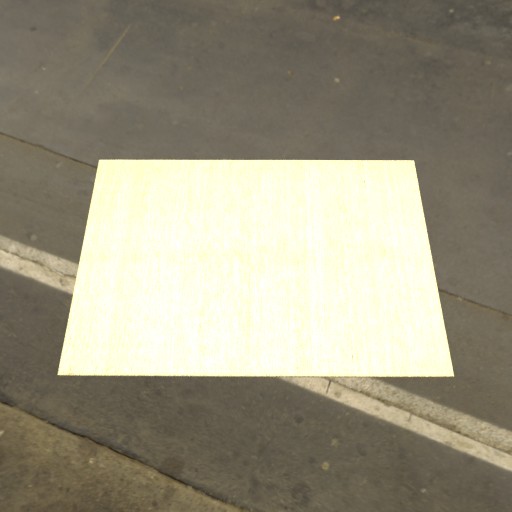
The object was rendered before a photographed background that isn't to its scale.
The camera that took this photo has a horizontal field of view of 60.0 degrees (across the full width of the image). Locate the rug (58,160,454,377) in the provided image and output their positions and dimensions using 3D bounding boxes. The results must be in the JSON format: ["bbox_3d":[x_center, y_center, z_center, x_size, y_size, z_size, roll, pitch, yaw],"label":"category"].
[{"bbox_3d":[0.000,0.000,2.338,1.850,0.015,1.250,0,64,0],"label":"rug"}]
